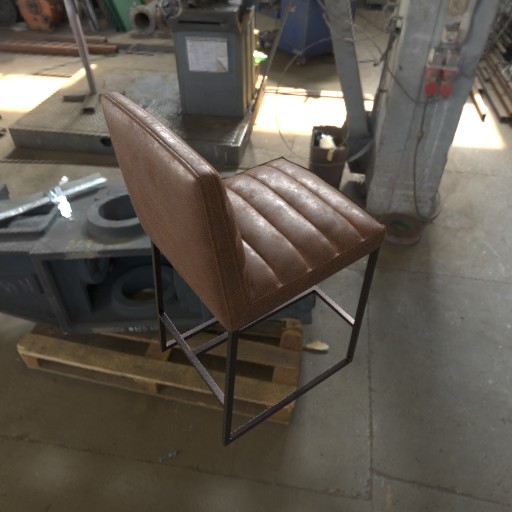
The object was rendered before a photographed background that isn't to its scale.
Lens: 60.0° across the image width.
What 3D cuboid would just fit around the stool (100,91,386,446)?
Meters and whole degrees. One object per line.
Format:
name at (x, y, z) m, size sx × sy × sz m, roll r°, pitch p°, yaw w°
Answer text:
stool at (0.000, 0.000, 1.267) m, size 0.562 × 0.942 × 0.463 m, roll -25°, pitch 47°, yaw -26°
